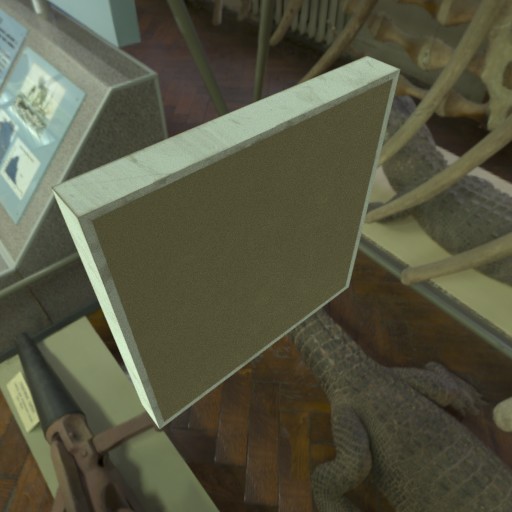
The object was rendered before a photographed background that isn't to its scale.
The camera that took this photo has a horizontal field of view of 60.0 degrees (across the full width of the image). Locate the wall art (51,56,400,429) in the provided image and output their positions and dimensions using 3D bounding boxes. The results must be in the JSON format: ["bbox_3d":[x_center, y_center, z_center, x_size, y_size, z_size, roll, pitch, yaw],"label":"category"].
[{"bbox_3d":[0.000,0.000,0.445,0.305,0.303,0.038,-32,54,-27],"label":"wall art"}]
